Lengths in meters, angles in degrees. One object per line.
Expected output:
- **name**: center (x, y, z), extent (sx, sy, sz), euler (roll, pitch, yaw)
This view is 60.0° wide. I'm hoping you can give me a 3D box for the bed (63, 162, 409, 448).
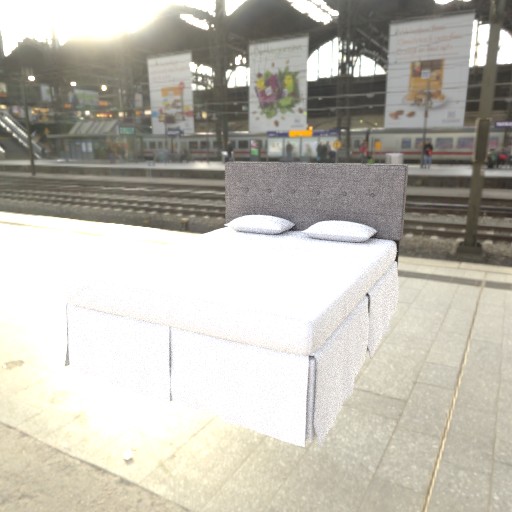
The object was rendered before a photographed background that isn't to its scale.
- **bed**: center (0.000, 0.000, 2.979), extent (1.621, 1.168, 1.958), euler (7, 15, 27)
